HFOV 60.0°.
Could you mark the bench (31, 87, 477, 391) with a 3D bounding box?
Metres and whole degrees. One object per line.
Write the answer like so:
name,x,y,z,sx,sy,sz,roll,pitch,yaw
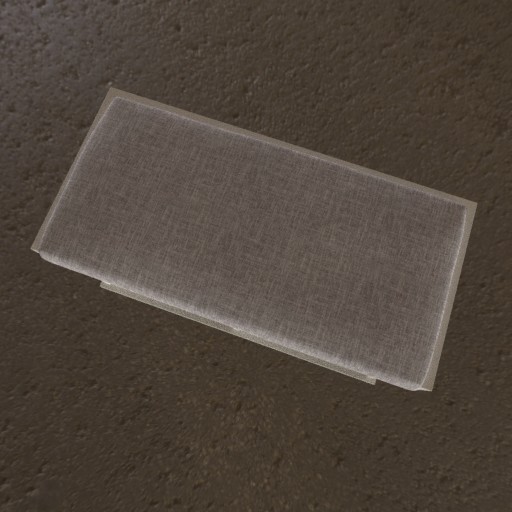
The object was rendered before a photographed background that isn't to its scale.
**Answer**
bench,0.000,0.000,0.996,0.734,0.461,0.362,19,76,5
